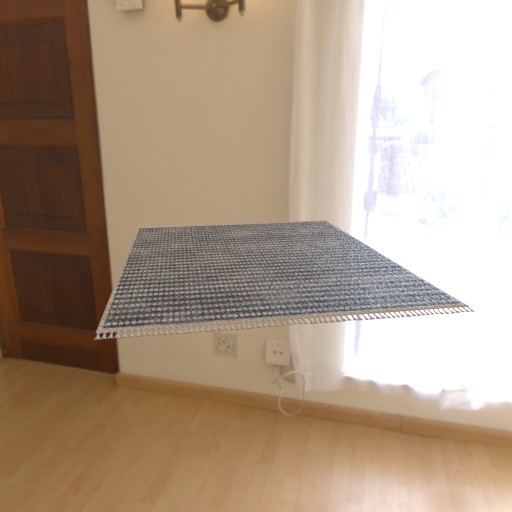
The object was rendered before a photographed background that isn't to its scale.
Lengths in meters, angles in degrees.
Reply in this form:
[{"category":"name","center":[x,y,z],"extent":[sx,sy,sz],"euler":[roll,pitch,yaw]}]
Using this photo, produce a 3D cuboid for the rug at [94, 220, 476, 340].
[{"category":"rug","center":[0.000,0.000,3.911],"extent":[2.256,0.013,2.910],"euler":[-3,16,-9]}]
